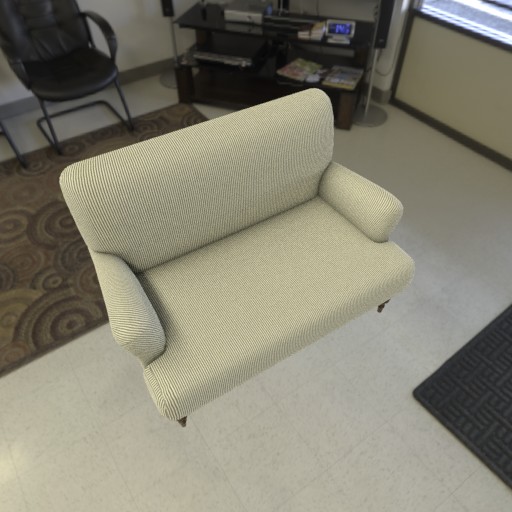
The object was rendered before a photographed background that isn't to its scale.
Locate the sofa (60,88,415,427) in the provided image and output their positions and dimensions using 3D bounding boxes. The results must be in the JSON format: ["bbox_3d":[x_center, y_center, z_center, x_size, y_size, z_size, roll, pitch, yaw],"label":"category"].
[{"bbox_3d":[0.000,0.000,1.873,1.297,0.889,0.779,-25,52,-21],"label":"sofa"}]
